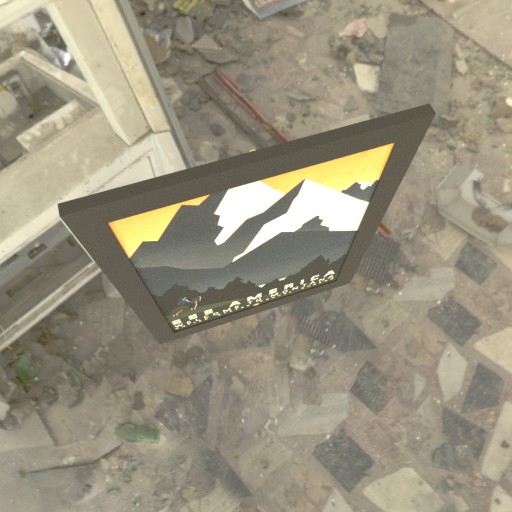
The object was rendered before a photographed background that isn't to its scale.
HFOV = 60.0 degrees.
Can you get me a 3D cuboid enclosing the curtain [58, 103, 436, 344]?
[{"bbox_3d":[0.000,0.000,0.810,0.483,0.585,0.027,-17,66,-8],"label":"curtain"}]
